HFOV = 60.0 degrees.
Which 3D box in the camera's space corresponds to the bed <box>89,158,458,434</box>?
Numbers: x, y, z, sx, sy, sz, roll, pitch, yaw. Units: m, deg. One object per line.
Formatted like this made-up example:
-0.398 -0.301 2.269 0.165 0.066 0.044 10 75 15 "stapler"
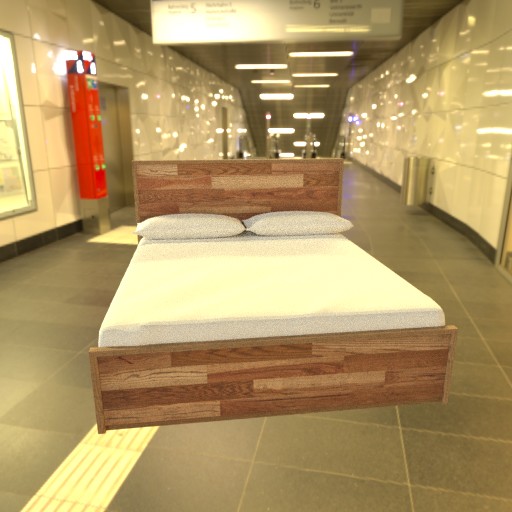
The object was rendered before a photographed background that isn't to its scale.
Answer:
0.000 0.000 3.373 2.013 1.295 2.184 -2 16 -7 "bed"
